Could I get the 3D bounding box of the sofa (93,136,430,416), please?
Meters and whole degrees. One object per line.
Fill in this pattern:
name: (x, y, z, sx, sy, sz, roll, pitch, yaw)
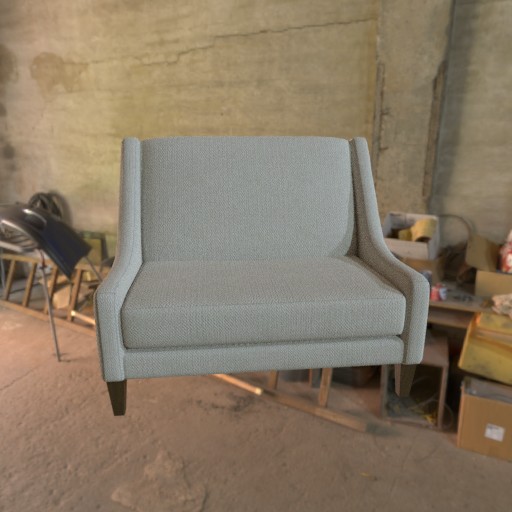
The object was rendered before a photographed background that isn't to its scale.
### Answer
sofa: (0.000, 0.000, 1.969, 1.242, 1.022, 0.870, -2, 16, -6)
